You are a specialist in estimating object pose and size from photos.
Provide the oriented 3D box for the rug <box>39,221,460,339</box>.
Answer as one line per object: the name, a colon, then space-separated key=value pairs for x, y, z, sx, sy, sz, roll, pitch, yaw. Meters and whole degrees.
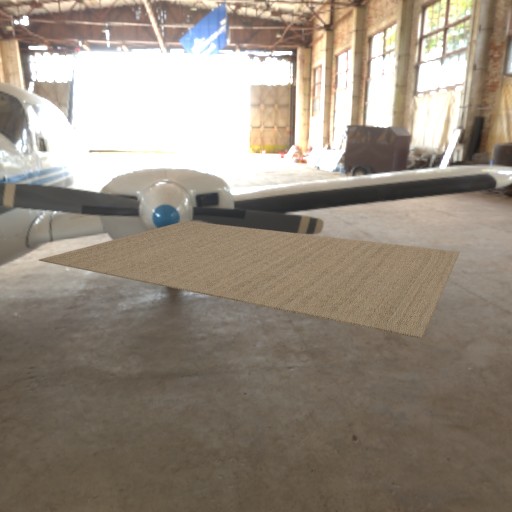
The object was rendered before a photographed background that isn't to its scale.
rug: x=0.000 y=0.000 z=2.198 sx=1.752 sy=0.006 sz=1.142 roll=8 pitch=17 yaw=28
